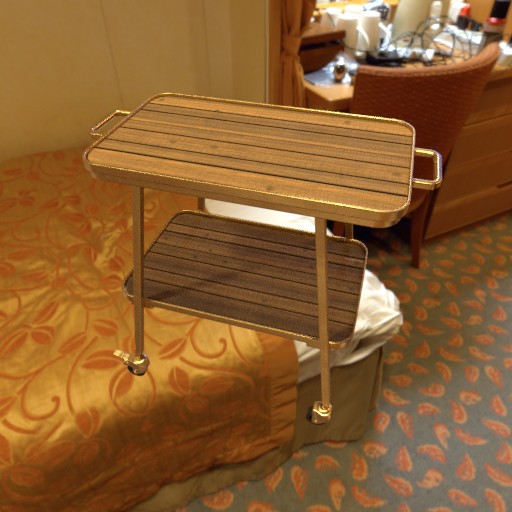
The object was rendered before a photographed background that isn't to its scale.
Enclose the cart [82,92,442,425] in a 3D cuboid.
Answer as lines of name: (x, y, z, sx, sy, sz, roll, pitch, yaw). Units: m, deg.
cart: (0.000, 0.000, 1.234, 0.806, 0.700, 0.524, 11, 42, 13)
